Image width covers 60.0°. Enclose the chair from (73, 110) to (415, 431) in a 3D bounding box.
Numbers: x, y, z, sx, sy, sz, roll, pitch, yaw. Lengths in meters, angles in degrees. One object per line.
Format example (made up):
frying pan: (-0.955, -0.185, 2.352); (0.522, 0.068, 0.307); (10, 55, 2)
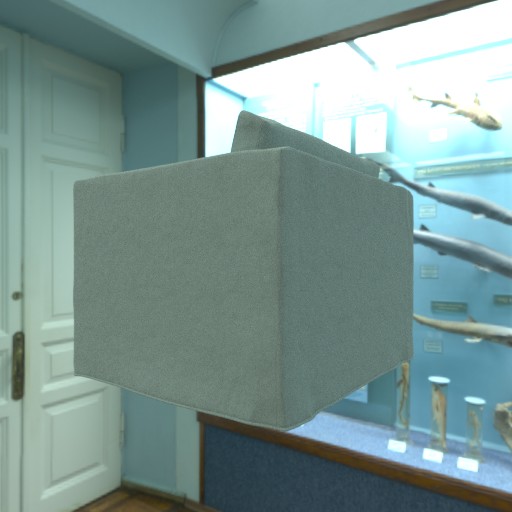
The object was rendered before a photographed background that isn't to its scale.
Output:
chair: (0.000, 0.000, 1.751); (0.949, 0.863, 1.057); (0, 0, 37)
